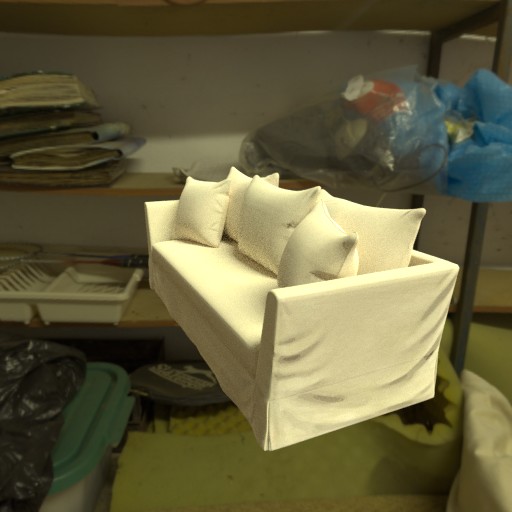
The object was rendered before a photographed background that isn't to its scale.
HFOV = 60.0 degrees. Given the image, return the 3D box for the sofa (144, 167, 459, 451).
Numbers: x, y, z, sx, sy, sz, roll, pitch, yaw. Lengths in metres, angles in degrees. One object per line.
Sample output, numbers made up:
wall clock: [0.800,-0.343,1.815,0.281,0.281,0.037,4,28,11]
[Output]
sofa: [0.000,0.000,3.021,1.030,1.042,2.484,-7,17,-24]
